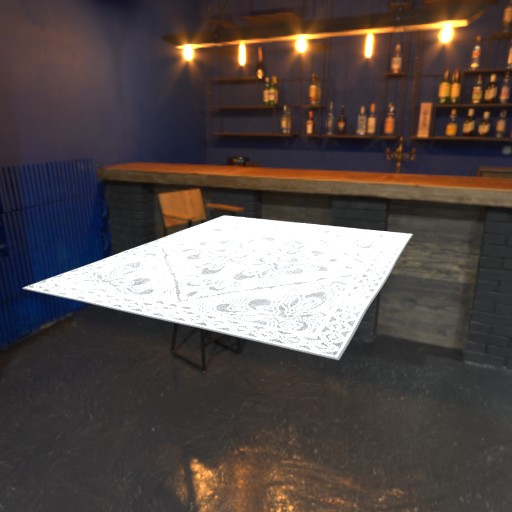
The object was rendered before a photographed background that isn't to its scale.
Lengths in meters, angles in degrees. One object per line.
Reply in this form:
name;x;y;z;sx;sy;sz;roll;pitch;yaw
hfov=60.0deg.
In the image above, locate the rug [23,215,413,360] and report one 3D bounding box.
rug;0.000;0.000;4.111;2.438;0.012;3.048;8;18;25
